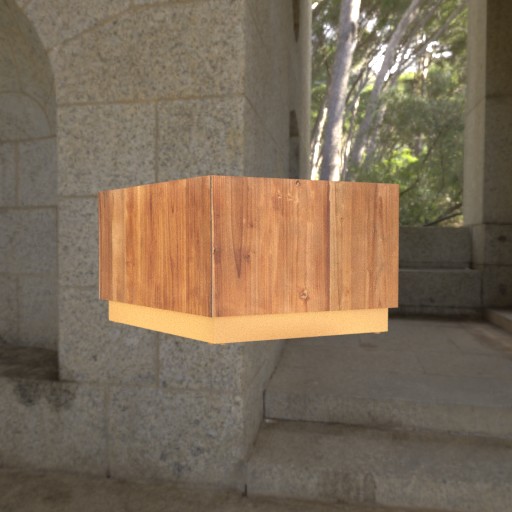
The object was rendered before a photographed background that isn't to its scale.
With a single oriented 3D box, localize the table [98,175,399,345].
[{"bbox_3d":[0.000,0.000,1.723,1.154,0.456,1.000,-1,2,-18],"label":"table"}]
